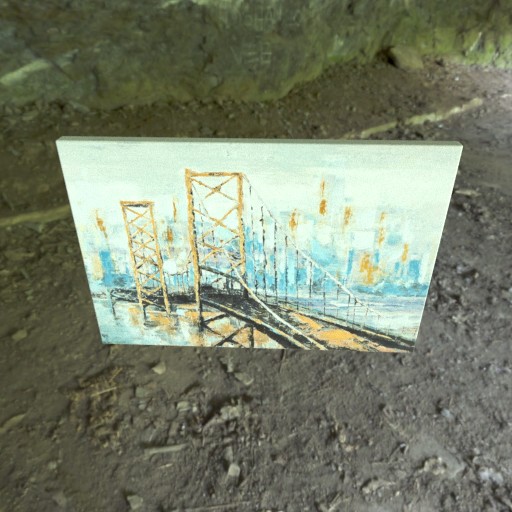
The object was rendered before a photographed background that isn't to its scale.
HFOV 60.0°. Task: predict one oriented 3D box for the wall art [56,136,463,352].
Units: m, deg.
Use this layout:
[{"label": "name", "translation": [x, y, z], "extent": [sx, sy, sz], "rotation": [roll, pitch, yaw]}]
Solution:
[{"label": "wall art", "translation": [0.000, 0.000, 1.161], "extent": [0.913, 0.609, 0.038], "rotation": [1, 31, 2]}]
